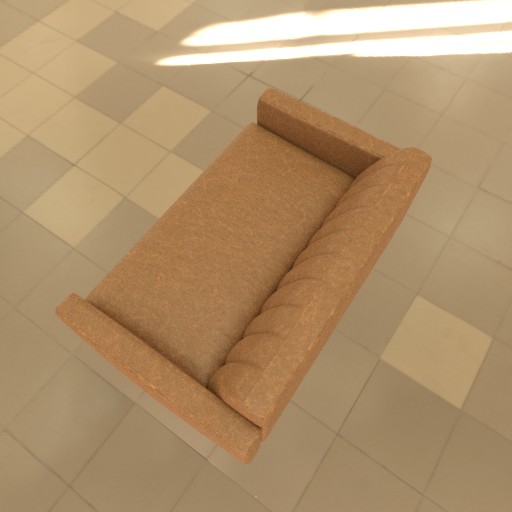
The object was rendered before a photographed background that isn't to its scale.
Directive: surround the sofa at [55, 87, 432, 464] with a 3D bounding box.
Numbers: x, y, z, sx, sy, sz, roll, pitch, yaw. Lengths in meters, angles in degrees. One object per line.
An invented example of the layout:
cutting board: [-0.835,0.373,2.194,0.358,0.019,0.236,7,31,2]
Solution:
sofa: [0.000,0.000,2.108,0.960,0.820,1.549,31,66,16]
